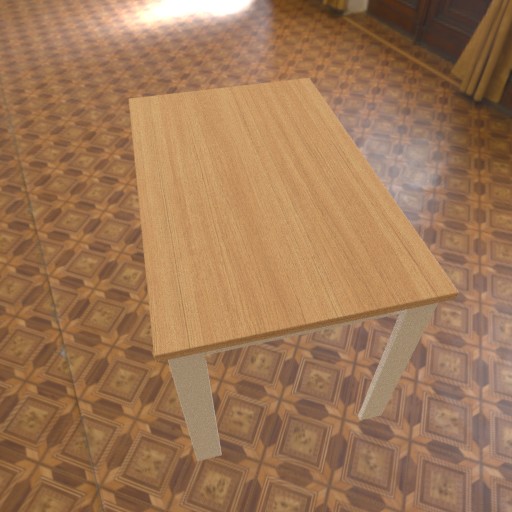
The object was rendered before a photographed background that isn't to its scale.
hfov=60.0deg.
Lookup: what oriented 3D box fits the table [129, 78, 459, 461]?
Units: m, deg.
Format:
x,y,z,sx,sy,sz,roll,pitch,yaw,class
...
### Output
x,y,z,sx,sy,sz,roll,pitch,yaw,class
0.000,0.000,1.600,0.700,0.734,1.100,-10,48,-9,table
